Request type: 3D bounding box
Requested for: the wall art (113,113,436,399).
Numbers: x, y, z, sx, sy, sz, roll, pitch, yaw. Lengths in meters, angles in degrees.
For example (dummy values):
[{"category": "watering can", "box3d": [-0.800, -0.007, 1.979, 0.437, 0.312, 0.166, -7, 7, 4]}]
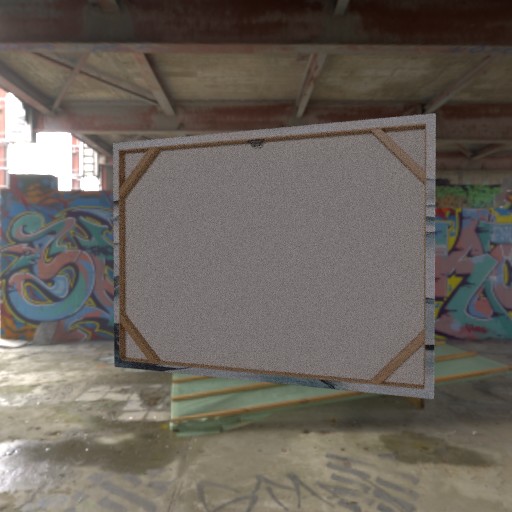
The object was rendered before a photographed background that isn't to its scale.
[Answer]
[{"category": "wall art", "box3d": [0.000, 0.000, 1.630, 1.219, 0.915, 0.039, 0, 1, 19]}]
